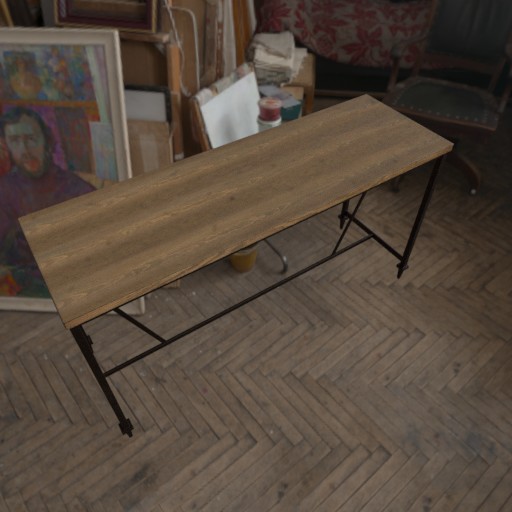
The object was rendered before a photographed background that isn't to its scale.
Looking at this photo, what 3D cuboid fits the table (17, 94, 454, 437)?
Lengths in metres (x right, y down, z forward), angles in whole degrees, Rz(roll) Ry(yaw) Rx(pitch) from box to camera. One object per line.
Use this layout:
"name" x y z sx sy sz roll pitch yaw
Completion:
"table" 0.000 0.000 2.080 1.700 0.902 0.551 -26 52 -22
